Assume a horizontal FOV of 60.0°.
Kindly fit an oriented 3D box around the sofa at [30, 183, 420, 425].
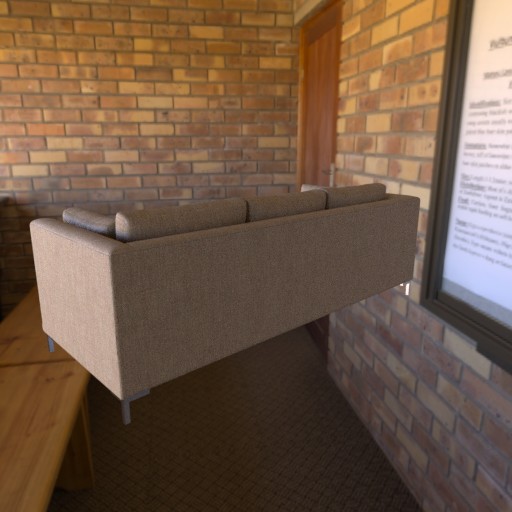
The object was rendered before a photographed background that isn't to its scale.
[{"bbox_3d":[0.000,0.000,2.879,2.415,0.867,0.969,-13,20,-41],"label":"sofa"}]
